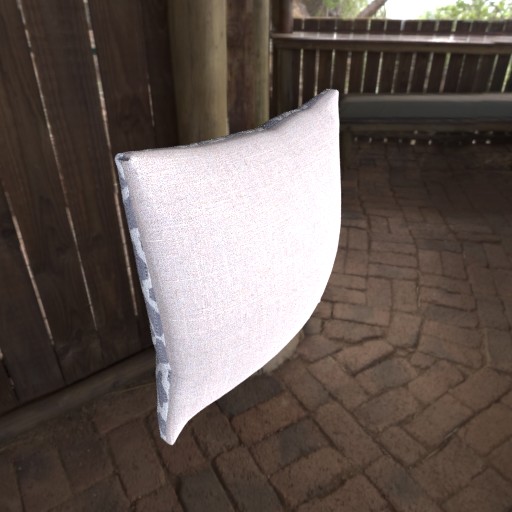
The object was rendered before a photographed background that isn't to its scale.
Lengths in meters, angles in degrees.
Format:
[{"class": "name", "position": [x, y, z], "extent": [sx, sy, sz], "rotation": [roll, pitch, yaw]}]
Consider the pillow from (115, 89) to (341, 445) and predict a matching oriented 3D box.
[{"class": "pillow", "position": [0.000, 0.000, 0.786], "extent": [0.215, 0.498, 0.508], "rotation": [20, 36, 30]}]
